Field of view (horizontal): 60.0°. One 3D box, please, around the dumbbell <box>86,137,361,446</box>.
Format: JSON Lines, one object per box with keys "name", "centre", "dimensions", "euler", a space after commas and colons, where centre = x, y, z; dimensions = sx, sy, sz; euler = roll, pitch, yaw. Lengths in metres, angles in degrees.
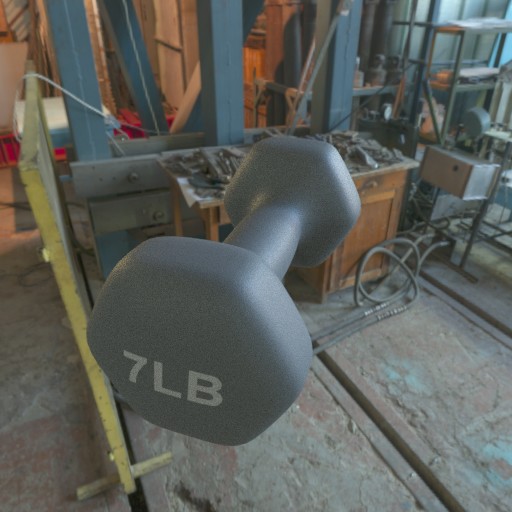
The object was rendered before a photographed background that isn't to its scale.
{"name": "dumbbell", "centre": [0.000, 0.000, 0.229], "dimensions": [0.090, 0.081, 0.184], "euler": [10, 32, 17]}
